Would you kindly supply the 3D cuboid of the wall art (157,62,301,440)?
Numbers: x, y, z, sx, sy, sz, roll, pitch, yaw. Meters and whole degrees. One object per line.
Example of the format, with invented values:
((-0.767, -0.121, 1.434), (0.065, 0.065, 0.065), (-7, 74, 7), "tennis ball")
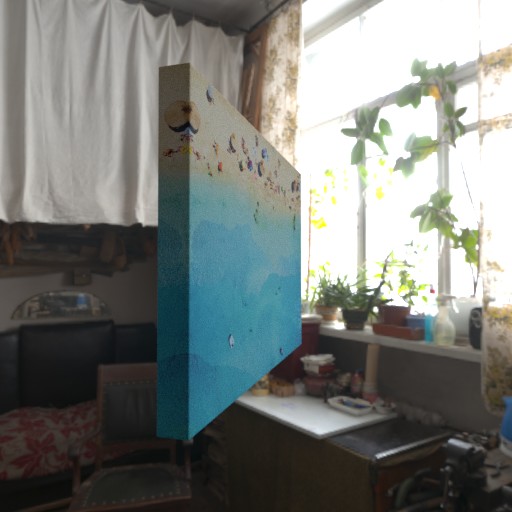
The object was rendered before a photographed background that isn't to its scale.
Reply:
((0.000, 0.000, 0.771), (0.039, 0.406, 0.609), (0, -1, 17), "wall art")
